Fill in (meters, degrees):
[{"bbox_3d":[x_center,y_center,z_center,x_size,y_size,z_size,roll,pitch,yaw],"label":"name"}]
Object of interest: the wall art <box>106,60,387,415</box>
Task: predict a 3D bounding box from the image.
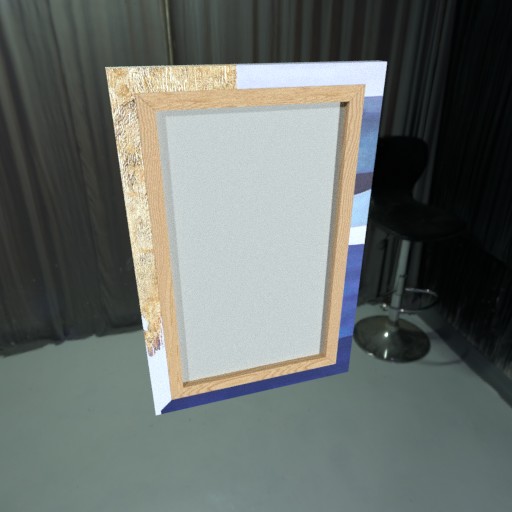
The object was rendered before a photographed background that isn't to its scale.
[{"bbox_3d":[0.000,0.000,1.145,0.607,0.911,0.039,-8,29,-15],"label":"wall art"}]
